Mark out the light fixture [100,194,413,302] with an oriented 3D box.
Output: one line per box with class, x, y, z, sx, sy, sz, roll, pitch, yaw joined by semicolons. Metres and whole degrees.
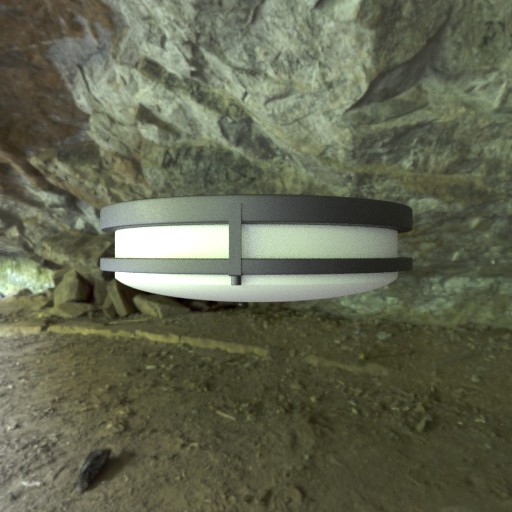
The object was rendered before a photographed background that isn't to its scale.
light fixture;0.000;0.000;0.534;0.356;0.102;0.356;0;0;0
